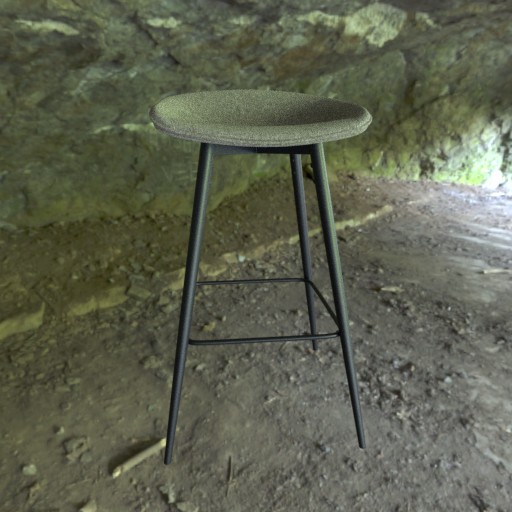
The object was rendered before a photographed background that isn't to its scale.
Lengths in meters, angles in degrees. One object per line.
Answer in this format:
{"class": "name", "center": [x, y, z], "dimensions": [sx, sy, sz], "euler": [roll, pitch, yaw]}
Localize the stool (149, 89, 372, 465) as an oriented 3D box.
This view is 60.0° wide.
{"class": "stool", "center": [0.000, 0.000, 1.122], "dimensions": [0.469, 0.814, 0.480], "euler": [-2, 17, -6]}
